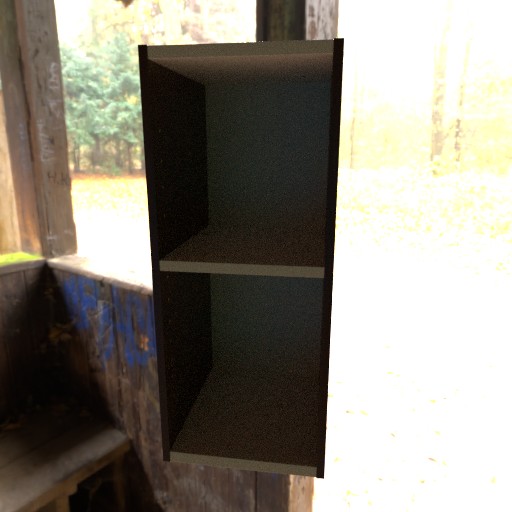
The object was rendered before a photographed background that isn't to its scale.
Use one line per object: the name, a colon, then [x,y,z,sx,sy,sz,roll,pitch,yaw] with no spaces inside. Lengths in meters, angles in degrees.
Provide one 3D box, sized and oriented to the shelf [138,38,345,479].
shelf: [0.000,0.000,0.740,0.253,0.600,0.290,2,15,8]
